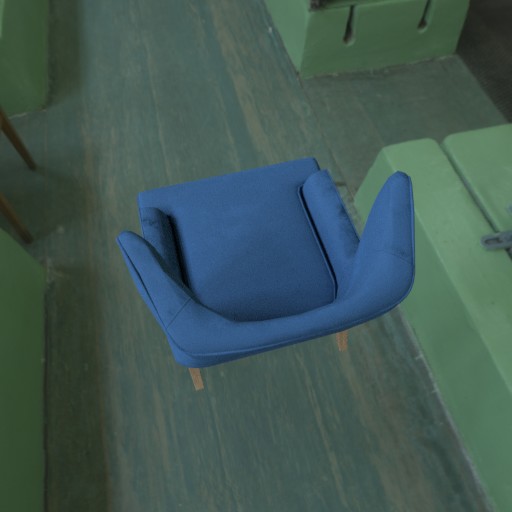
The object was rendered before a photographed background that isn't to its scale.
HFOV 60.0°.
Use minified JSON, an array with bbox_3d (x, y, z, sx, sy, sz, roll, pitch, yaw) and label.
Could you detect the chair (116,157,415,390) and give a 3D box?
[{"bbox_3d":[0.000,0.000,1.610,0.793,0.952,0.910,-13,60,-8],"label":"chair"}]
